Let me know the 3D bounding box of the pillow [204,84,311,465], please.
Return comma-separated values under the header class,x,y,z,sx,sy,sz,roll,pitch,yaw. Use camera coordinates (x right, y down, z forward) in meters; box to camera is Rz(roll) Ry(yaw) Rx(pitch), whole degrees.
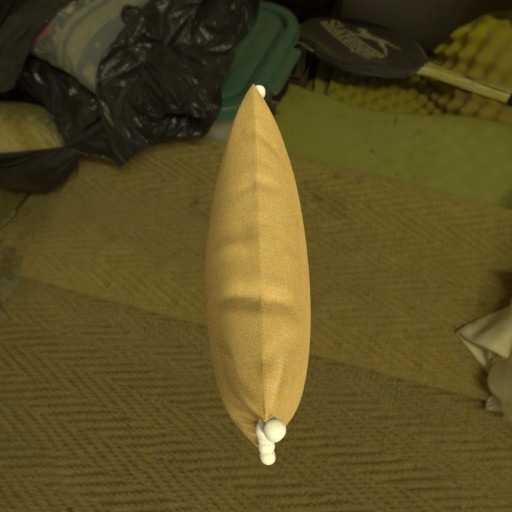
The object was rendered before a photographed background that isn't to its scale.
class,x,y,z,sx,sy,sz,roll,pitch,yaw
pillow,0.000,0.000,0.847,0.201,0.322,0.709,-1,57,-1
